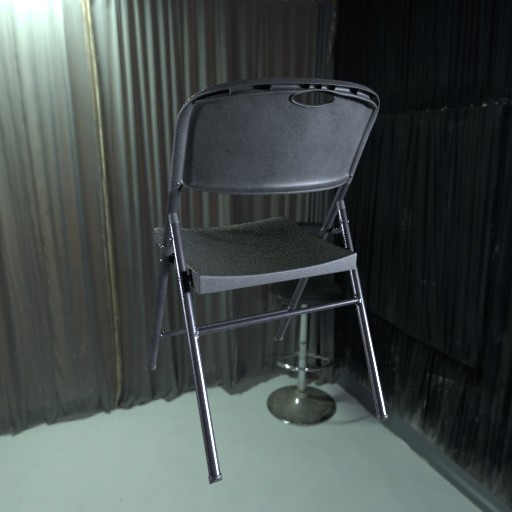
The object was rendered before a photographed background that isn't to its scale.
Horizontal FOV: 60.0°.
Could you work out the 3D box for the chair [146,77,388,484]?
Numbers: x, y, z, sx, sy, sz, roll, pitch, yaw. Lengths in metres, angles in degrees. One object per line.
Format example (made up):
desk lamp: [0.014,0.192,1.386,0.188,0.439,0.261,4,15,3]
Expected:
chair: [0.000,0.000,1.161,0.494,0.810,0.566,-7,17,-26]
